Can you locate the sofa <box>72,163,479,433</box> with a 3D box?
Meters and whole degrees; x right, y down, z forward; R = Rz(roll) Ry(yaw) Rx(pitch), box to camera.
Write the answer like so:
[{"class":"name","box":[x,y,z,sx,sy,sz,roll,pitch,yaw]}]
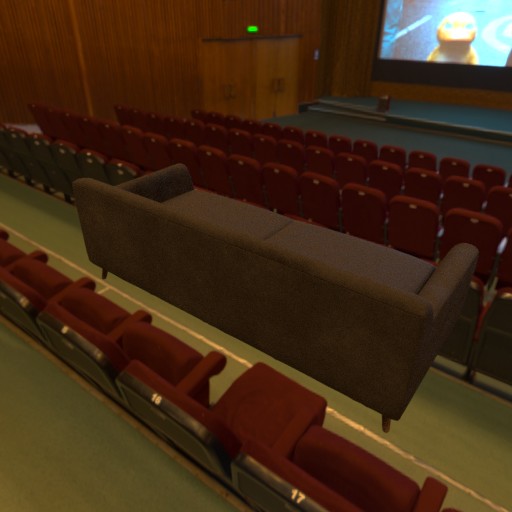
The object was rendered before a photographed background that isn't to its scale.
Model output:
[{"class":"sofa","box":[0.000,0.000,2.620,2.190,0.740,0.900,21,36,32]}]
